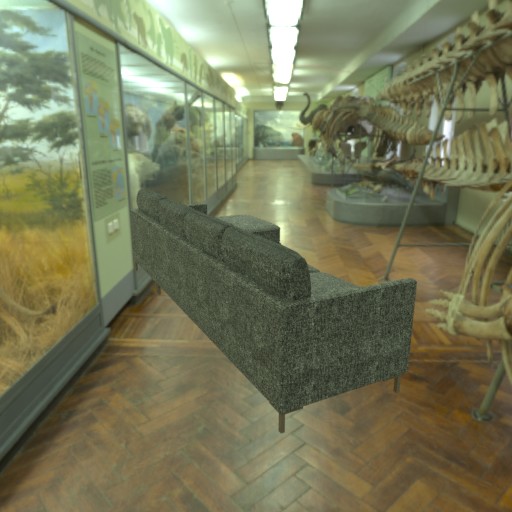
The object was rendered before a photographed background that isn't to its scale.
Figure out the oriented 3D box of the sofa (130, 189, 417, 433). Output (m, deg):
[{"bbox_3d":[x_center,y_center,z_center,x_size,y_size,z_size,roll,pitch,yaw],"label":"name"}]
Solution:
[{"bbox_3d":[0.000,0.000,4.007,1.488,0.970,3.384,-8,17,-27],"label":"sofa"}]
